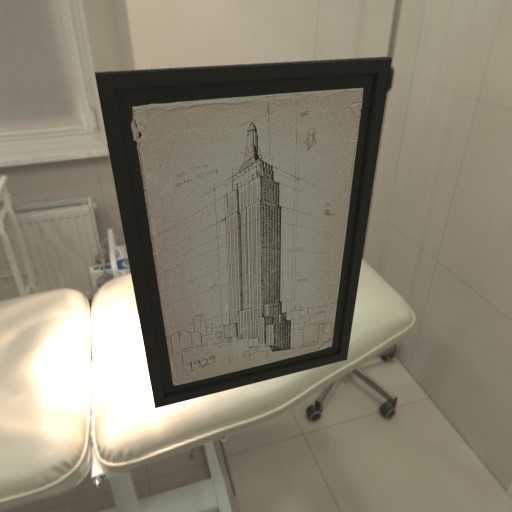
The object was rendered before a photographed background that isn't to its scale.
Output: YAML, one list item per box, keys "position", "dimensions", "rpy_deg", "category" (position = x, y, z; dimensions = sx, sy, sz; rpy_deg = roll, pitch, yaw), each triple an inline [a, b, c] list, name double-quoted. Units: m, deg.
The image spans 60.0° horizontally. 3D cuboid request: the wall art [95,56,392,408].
- position: [0.000, 0.000, 0.823]
  dimensions: [0.451, 0.661, 0.012]
  rpy_deg: [-10, 33, -15]
  category: "wall art"
